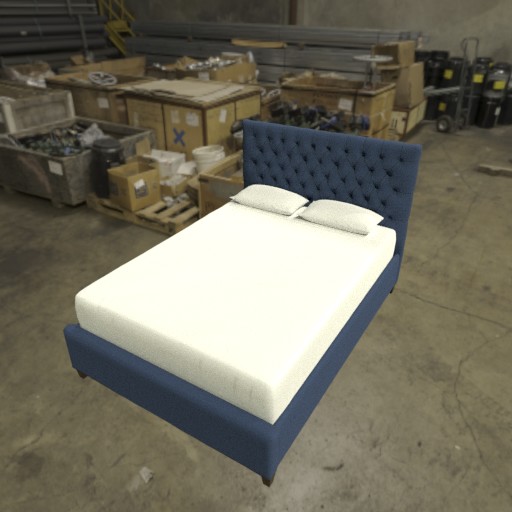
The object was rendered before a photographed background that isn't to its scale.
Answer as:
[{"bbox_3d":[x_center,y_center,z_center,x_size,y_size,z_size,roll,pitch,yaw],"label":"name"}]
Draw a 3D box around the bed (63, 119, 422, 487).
[{"bbox_3d":[0.000,0.000,3.408,1.706,1.427,2.387,17,34,27],"label":"bed"}]
